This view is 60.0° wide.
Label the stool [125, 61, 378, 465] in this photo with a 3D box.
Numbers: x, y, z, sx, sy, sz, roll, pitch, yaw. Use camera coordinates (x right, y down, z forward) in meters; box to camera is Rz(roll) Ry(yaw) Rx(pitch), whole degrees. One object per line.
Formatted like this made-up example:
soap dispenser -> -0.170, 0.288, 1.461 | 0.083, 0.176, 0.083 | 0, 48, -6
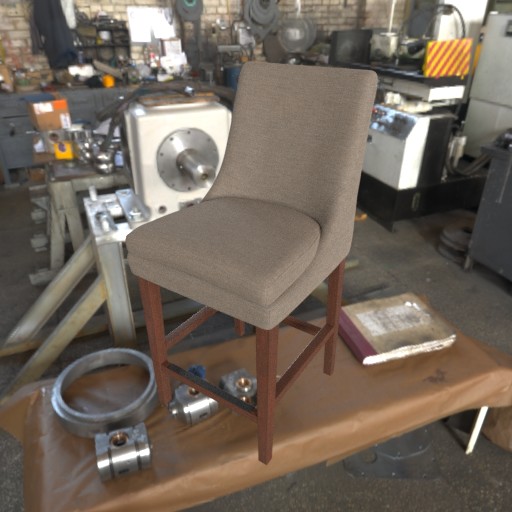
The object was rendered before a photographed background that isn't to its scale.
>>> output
stool -> 0.000, 0.000, 1.290 | 0.470, 0.981, 0.577 | 18, 34, 29
